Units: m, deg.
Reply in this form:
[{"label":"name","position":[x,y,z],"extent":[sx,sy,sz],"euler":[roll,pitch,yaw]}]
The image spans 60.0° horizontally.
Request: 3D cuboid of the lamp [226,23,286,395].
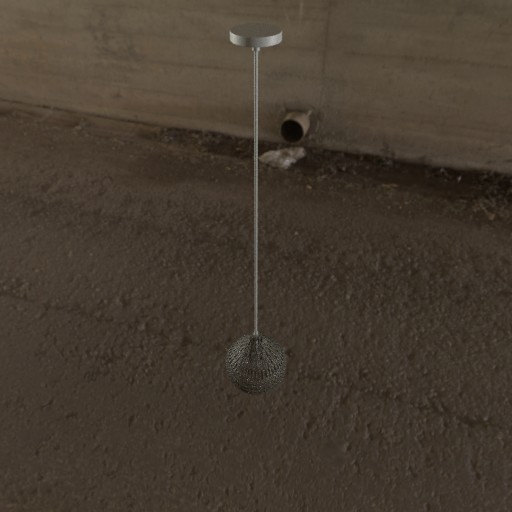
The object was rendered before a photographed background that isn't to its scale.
[{"label":"lamp","position":[0.000,0.000,2.047],"extent":[0.355,1.919,0.355],"euler":[-13,43,-14]}]
